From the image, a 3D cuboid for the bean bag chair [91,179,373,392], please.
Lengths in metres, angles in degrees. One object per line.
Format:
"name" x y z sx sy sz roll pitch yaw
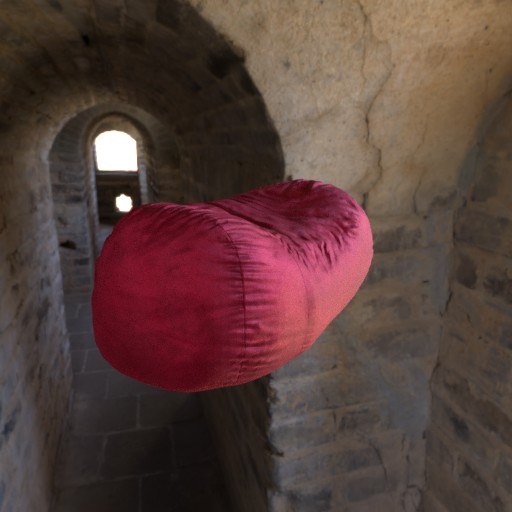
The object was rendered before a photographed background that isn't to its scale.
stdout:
"bean bag chair" 0.000 0.000 2.852 1.216 0.867 2.293 8 16 28
